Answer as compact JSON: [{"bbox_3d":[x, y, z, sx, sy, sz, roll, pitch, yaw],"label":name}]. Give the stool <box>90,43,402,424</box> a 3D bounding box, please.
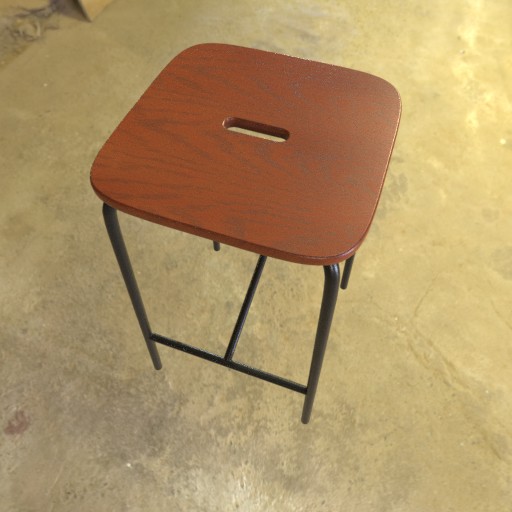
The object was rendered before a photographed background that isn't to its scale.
[{"bbox_3d":[0.000,0.000,0.846,0.376,0.610,0.376,17,58,11],"label":"stool"}]
